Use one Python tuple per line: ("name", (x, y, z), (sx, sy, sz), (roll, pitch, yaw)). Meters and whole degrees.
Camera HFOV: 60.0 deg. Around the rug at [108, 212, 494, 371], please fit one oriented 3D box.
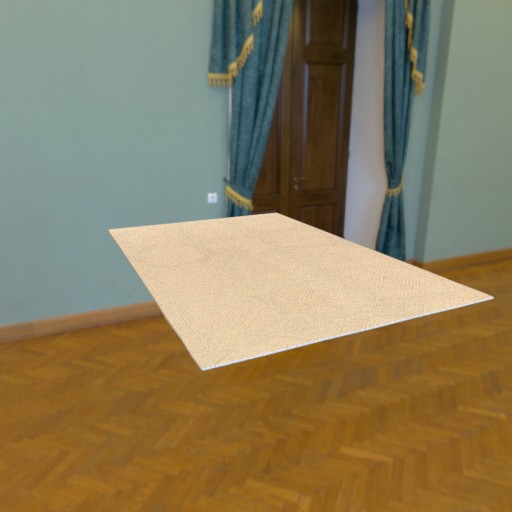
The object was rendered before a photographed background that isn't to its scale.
("rug", (0.000, 0.000, 2.305), (1.236, 0.009, 1.839), (-8, 19, -24))
